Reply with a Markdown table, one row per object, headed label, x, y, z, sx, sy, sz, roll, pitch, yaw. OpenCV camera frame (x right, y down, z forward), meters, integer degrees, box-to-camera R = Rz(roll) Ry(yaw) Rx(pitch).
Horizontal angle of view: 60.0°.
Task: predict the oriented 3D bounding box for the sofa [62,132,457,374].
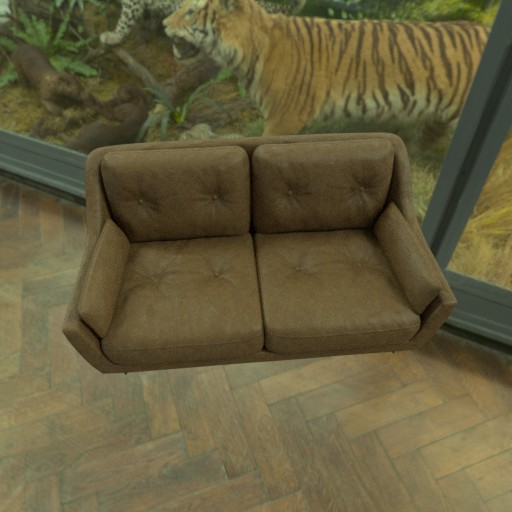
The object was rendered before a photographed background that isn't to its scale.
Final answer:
| label | x | y | z | sx | sy | sz | roll | pitch | yaw |
| --- | --- | --- | --- | --- | --- | --- | --- | --- | --- |
| sofa | 0.000 | 0.000 | 2.294 | 1.731 | 0.886 | 0.981 | -4 | 46 | -4 |
